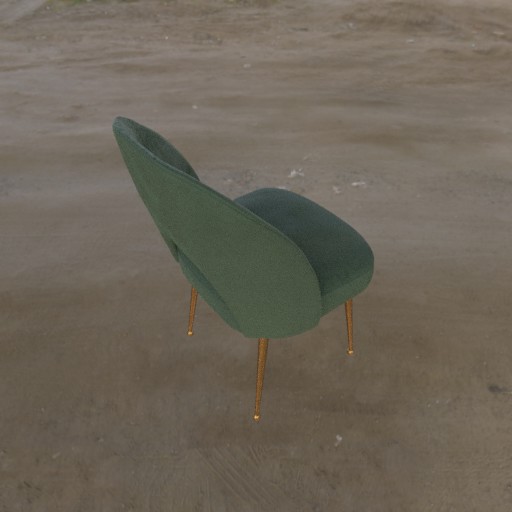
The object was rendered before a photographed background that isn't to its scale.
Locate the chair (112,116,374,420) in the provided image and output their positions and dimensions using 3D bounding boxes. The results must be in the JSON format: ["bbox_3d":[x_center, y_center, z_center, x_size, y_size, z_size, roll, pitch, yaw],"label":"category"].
[{"bbox_3d":[0.000,0.000,1.221,0.577,0.860,0.527,-26,48,-27],"label":"chair"}]
